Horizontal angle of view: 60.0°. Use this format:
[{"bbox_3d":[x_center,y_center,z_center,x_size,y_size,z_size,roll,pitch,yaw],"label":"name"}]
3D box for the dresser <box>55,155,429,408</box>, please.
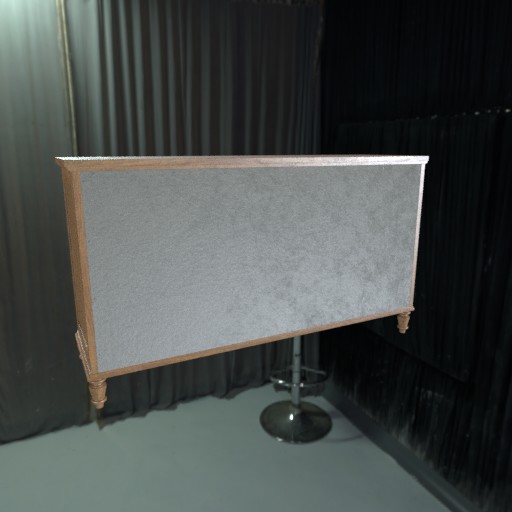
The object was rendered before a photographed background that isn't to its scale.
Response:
[{"bbox_3d":[0.000,0.000,2.037,1.583,0.892,0.468,-7,15,-26],"label":"dresser"}]
